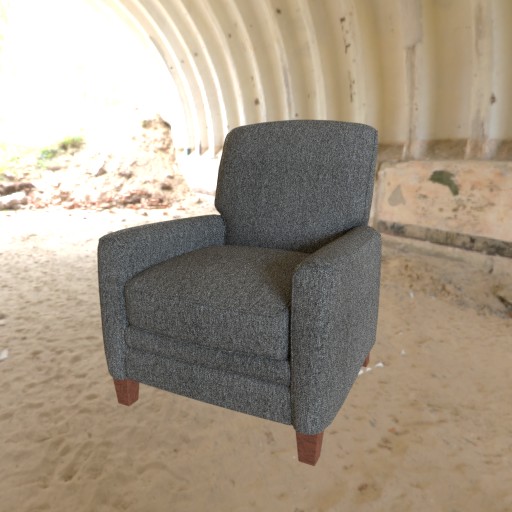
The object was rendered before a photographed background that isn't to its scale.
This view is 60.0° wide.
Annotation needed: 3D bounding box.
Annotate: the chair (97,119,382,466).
[{"bbox_3d":[0.000,0.000,1.646,0.848,1.014,0.864,7,15,25],"label":"chair"}]
